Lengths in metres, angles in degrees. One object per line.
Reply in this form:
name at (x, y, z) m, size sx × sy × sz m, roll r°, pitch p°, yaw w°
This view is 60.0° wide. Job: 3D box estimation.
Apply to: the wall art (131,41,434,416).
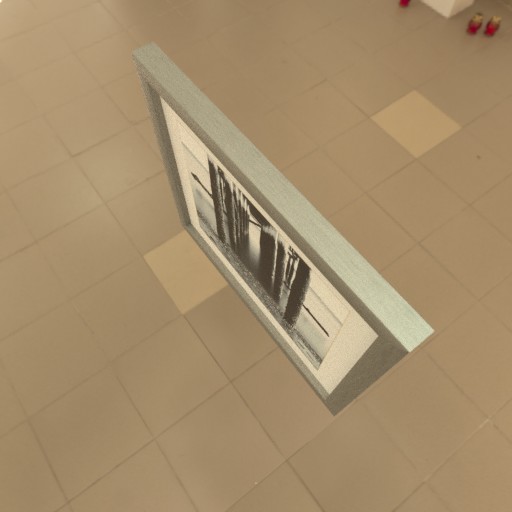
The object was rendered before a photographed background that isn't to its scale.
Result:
wall art at (0.000, 0.000, 0.523) m, size 0.028 × 0.330 × 0.380 m, roll -34°, pitch 68°, yaw -16°
